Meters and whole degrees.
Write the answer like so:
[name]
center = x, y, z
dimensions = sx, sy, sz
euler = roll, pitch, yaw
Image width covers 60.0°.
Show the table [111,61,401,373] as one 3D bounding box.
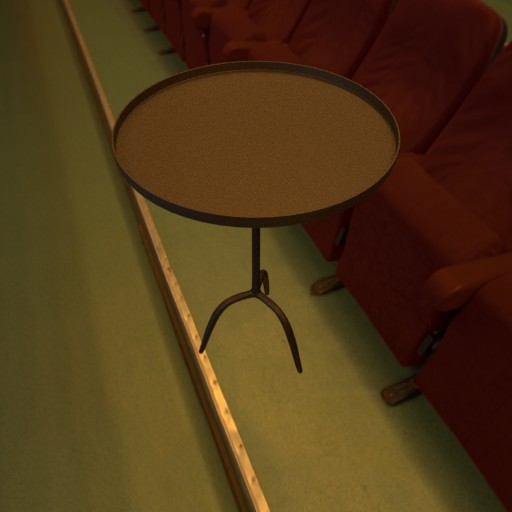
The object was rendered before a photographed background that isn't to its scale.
[table]
center = 0.000, 0.000, 1.045
dimensions = 0.502, 0.700, 0.502
euler = -18, 50, -16
